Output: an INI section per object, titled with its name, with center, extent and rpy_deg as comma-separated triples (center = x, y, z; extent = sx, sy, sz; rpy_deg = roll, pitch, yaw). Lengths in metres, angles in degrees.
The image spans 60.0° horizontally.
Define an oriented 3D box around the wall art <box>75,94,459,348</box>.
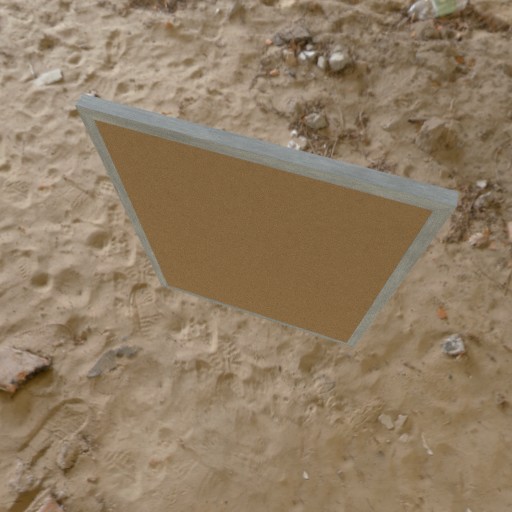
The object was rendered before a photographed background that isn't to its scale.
[wall art]
center = 0.000, 0.000, 0.792
extent = 0.479, 0.582, 0.022
rpy_deg = 17, 64, 8
